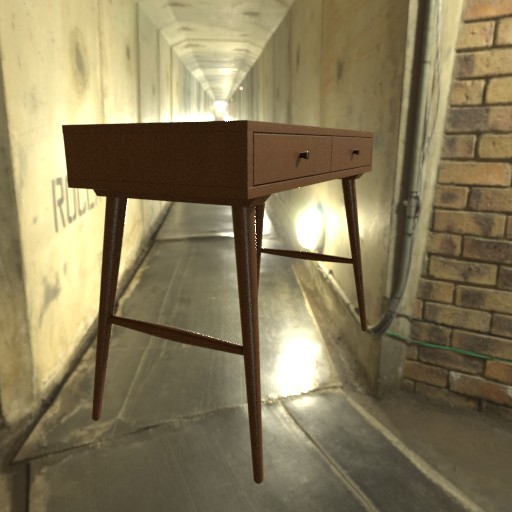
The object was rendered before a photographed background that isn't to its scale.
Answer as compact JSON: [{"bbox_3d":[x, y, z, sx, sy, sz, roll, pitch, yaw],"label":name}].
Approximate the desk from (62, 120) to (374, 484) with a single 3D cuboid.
[{"bbox_3d":[0.000,0.000,1.377,0.510,0.758,0.949,7,16,27],"label":"desk"}]
